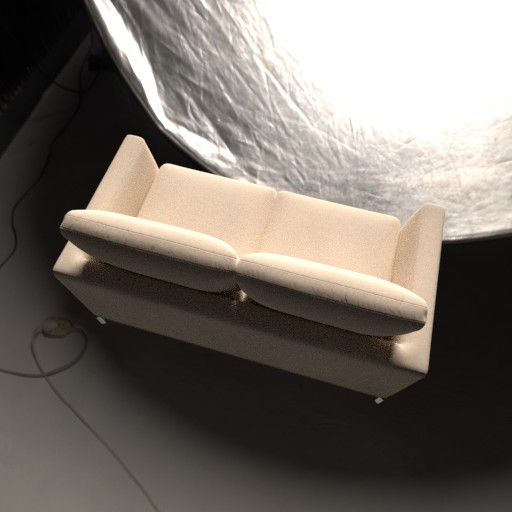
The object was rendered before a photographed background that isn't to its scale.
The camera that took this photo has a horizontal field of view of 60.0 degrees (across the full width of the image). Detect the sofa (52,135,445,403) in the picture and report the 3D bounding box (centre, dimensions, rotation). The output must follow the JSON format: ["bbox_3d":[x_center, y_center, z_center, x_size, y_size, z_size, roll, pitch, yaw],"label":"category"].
[{"bbox_3d":[0.000,0.000,2.318,1.739,0.995,0.906,14,64,7],"label":"sofa"}]
